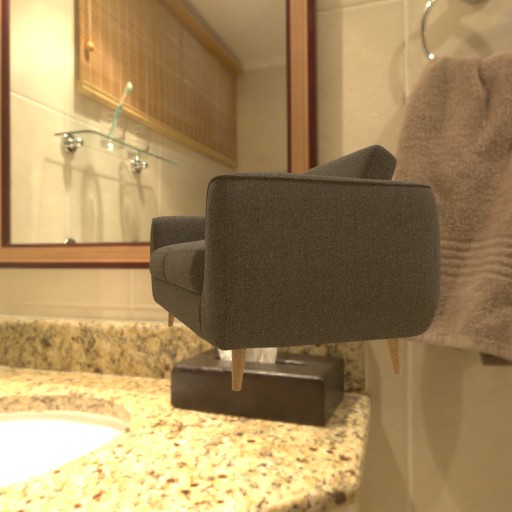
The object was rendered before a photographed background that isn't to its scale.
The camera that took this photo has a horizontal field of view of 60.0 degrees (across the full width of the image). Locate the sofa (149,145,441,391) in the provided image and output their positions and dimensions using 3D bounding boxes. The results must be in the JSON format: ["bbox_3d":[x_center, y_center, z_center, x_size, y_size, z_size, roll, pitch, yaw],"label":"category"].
[{"bbox_3d":[0.000,0.000,2.194,0.920,0.870,1.700,0,0,-20],"label":"sofa"}]
